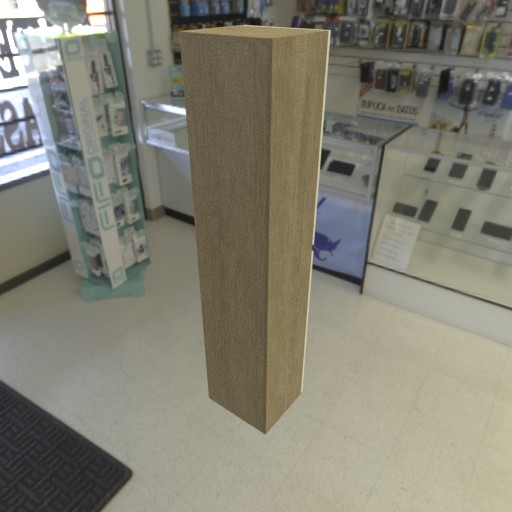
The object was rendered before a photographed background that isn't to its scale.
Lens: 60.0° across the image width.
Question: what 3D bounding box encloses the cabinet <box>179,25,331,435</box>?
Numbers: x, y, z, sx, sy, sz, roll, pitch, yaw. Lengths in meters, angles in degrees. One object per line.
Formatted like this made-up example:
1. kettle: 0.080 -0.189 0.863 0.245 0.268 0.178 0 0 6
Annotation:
1. cabinet: 0.000 0.000 1.540 0.300 1.400 0.270 22 38 31
